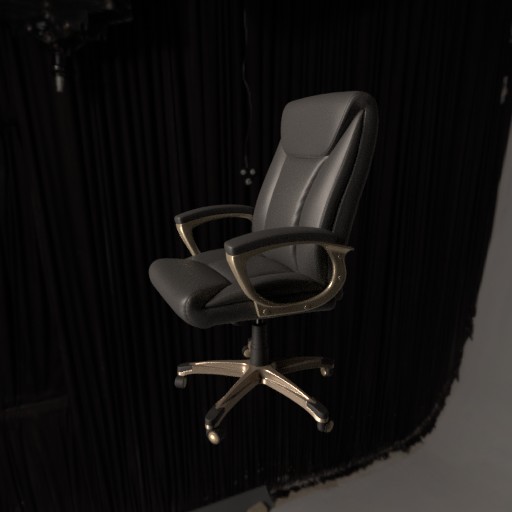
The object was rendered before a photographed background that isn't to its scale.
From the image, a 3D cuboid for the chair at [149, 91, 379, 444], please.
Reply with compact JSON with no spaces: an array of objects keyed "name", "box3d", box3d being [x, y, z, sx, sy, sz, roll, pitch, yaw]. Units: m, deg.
[{"name":"chair","box3d":[0.000,0.000,1.693,0.748,1.188,0.694,-7,16,-25]}]
